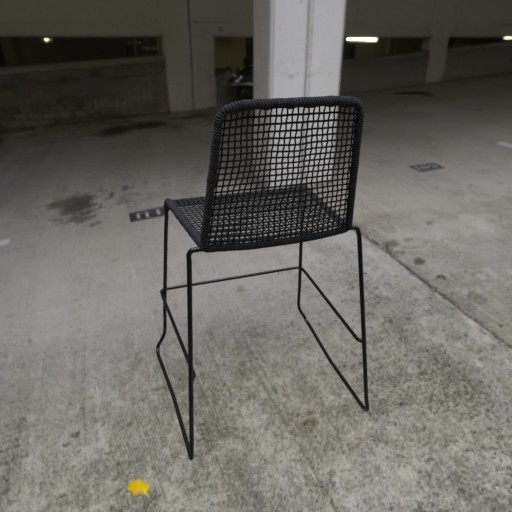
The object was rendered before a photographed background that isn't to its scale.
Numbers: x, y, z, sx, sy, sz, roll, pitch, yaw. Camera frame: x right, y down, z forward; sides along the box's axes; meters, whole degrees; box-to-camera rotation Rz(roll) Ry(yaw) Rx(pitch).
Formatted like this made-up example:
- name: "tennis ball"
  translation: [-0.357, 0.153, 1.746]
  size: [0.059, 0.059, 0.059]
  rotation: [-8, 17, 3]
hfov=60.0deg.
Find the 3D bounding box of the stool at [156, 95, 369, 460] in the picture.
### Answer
- name: "stool"
  translation: [0.000, 0.000, 1.254]
  size: [0.590, 0.905, 0.509]
  rotation: [-9, 28, -17]
